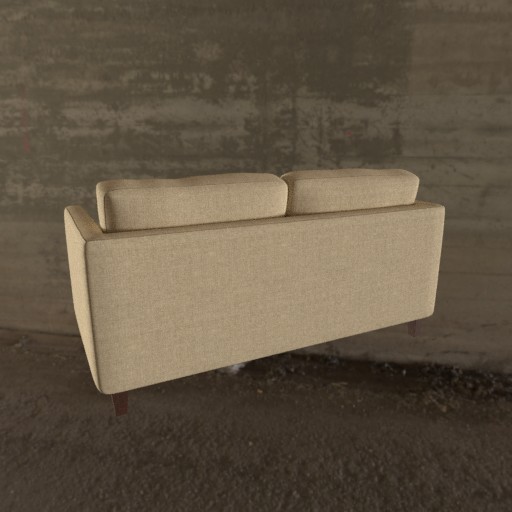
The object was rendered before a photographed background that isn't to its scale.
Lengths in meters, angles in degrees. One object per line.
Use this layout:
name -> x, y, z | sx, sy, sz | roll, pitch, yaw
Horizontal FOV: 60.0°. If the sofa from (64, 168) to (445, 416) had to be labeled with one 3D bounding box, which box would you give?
sofa -> 0.000, 0.000, 2.468 | 1.884, 0.963, 0.950 | -8, 17, -26
